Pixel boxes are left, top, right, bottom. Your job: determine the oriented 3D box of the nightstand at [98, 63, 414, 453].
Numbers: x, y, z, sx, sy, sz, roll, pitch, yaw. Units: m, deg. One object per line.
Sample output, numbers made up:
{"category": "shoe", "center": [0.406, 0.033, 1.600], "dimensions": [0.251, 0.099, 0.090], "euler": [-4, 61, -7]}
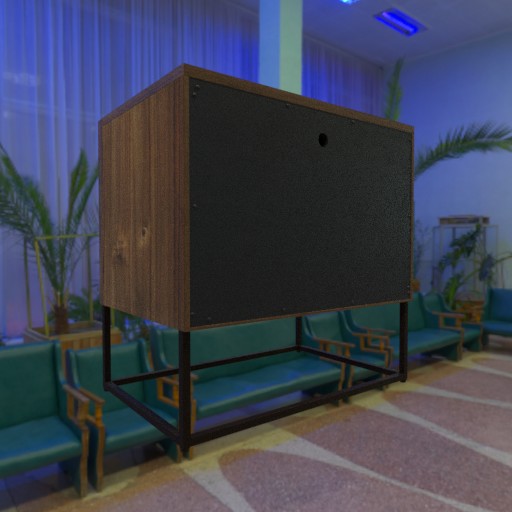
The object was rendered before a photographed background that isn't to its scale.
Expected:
{"category": "nightstand", "center": [0.000, 0.000, 1.040], "dimensions": [0.610, 0.610, 0.437], "euler": [-1, 2, -37]}
